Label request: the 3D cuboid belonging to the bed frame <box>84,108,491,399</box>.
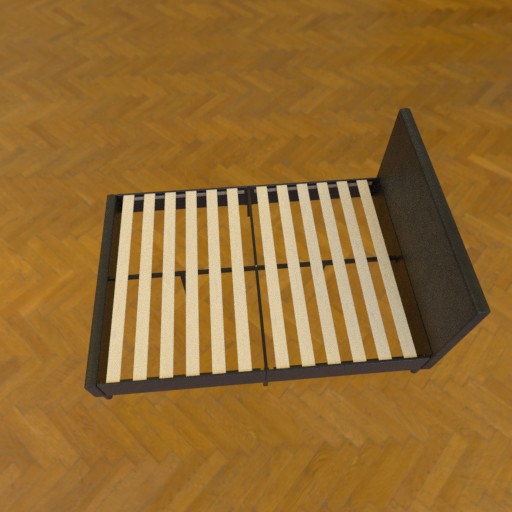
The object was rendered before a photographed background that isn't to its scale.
[{"bbox_3d":[0.000,0.000,2.908,2.152,1.046,1.469,-4,58,-3],"label":"bed frame"}]
